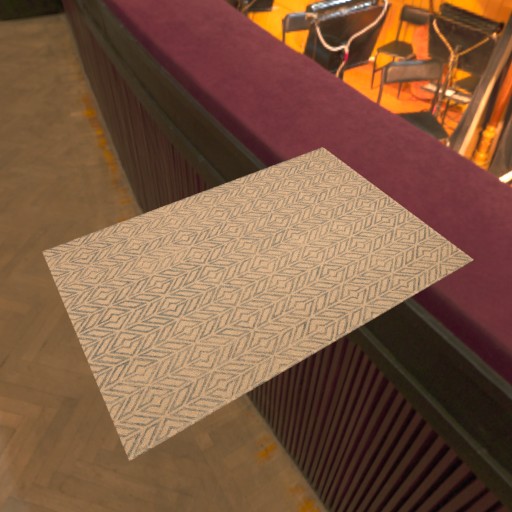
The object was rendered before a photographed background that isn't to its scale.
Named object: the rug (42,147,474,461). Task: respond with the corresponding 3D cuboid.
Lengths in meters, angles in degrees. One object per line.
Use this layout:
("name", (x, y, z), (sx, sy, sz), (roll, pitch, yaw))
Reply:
("rug", (0.000, 0.000, 2.255), (1.824, 0.008, 1.220), (-24, 51, -22))
